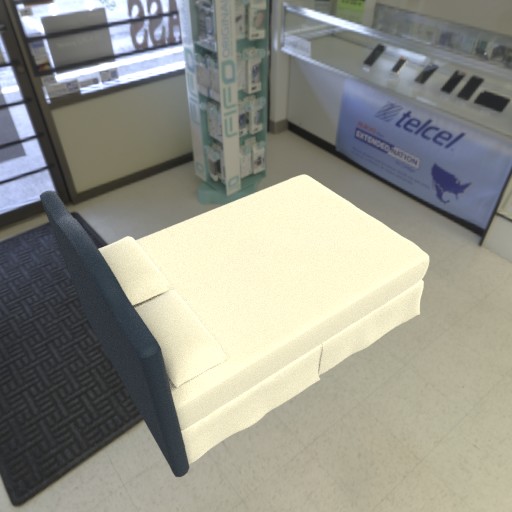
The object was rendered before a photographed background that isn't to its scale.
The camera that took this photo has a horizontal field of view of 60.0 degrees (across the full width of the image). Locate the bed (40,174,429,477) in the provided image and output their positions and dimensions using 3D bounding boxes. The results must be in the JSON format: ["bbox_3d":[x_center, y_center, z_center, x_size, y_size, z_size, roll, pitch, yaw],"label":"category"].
[{"bbox_3d":[0.000,0.000,3.504,2.507,1.441,1.741,-25,47,-26],"label":"bed"}]
